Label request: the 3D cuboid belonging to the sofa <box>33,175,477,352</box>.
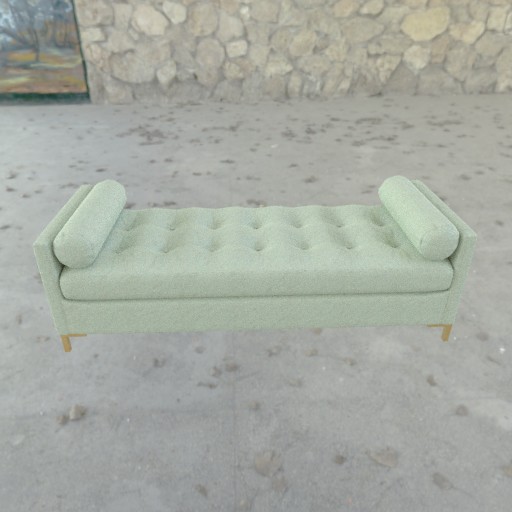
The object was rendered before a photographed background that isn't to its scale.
[{"bbox_3d":[0.000,0.000,2.524,2.102,0.705,0.796,-1,30,-2],"label":"sofa"}]
